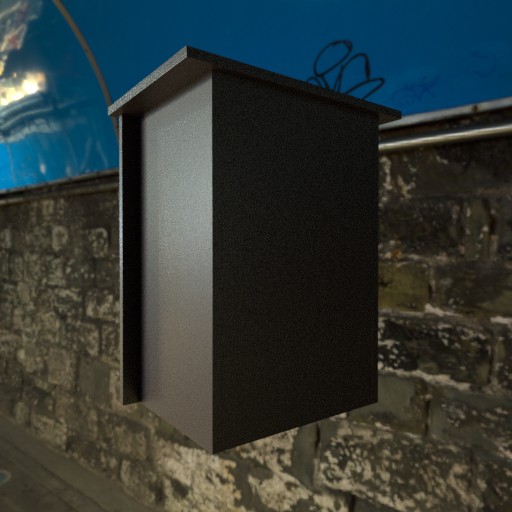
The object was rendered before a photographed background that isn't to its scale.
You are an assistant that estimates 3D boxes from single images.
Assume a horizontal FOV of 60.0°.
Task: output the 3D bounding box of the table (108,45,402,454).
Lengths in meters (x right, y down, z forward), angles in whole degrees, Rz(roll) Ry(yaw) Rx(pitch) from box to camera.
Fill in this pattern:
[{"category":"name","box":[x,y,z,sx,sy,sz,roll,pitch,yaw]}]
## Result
[{"category":"table","box":[0.000,0.000,1.082,0.589,0.711,0.408,0,1,-36]}]
